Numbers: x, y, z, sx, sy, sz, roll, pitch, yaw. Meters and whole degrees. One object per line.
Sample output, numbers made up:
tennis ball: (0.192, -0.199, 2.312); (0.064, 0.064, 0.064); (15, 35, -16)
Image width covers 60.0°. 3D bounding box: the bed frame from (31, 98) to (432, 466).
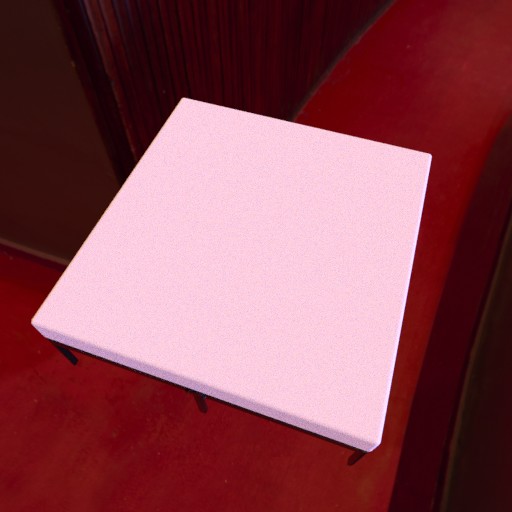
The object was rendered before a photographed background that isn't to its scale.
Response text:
bed frame: (0.000, 0.000, 3.075); (1.963, 0.659, 2.079); (16, 58, 10)
